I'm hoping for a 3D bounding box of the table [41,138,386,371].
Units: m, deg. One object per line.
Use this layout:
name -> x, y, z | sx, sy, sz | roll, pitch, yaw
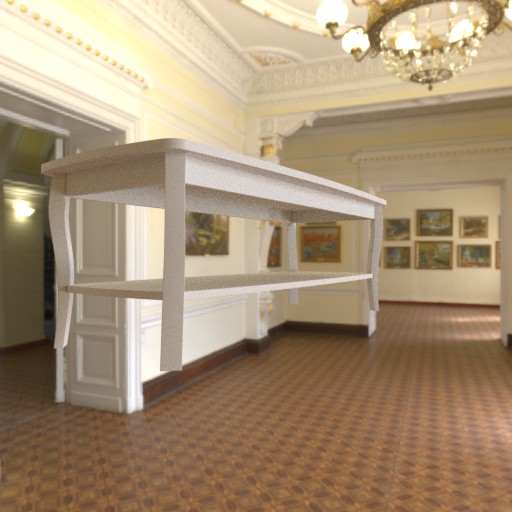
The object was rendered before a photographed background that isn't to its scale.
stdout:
table -> 0.000, 0.000, 1.543 | 0.561, 0.474, 1.334 | 0, 0, 35
